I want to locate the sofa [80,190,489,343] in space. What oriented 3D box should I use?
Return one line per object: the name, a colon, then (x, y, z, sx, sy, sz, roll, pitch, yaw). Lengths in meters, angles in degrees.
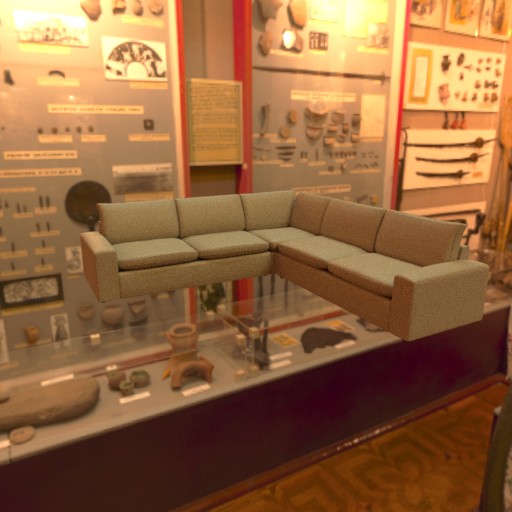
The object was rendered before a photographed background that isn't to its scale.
sofa: (0.000, 0.000, 3.995, 2.622, 0.800, 2.742, -8, 17, -27)
